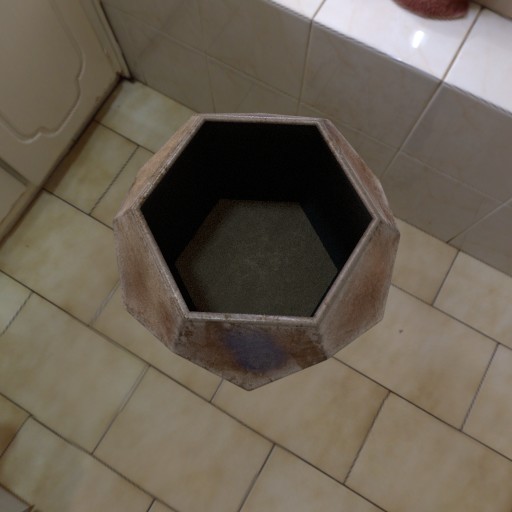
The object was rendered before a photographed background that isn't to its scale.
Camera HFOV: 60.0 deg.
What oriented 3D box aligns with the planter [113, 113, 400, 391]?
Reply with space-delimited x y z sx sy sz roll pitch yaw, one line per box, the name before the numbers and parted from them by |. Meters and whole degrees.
planter | 0.000 0.000 0.423 0.243 0.238 0.221 32 78 8
